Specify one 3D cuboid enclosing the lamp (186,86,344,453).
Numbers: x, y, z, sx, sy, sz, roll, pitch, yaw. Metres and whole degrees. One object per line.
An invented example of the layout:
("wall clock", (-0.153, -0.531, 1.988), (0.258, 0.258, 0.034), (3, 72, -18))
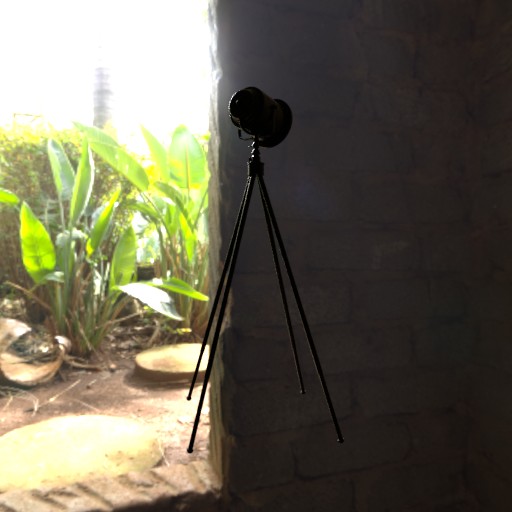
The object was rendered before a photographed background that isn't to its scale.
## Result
("lamp", (0.000, 0.000, 2.033), (0.879, 1.504, 0.884), (1, 1, 36))
